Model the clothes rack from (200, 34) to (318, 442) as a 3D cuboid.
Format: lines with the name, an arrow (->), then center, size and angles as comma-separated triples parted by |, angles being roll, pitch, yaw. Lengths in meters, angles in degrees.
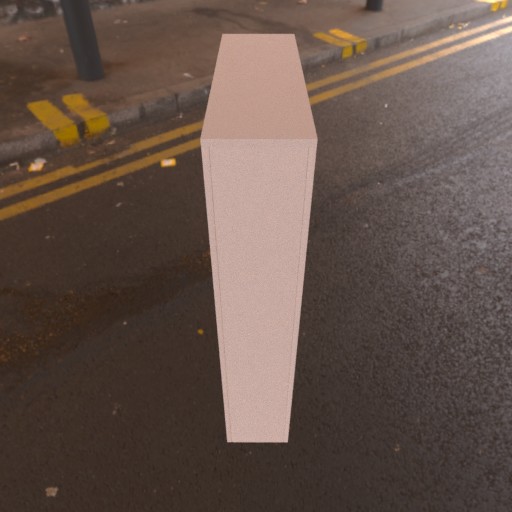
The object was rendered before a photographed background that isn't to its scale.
clothes rack -> 0.000, 0.000, 1.594 | 0.250, 1.280, 0.750 | 0, 41, 0
